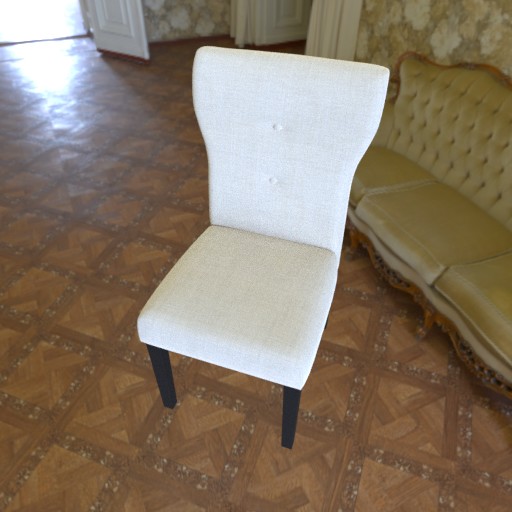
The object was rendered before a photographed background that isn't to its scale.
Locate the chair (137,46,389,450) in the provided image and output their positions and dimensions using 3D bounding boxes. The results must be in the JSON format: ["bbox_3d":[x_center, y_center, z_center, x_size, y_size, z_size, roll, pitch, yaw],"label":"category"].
[{"bbox_3d":[0.000,0.000,1.238,0.509,0.921,0.597,13,42,15],"label":"chair"}]
